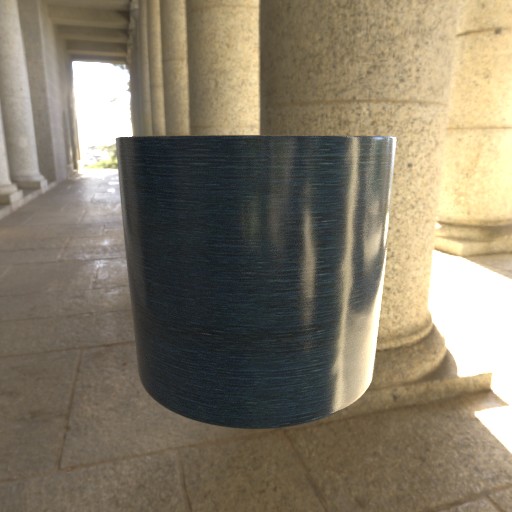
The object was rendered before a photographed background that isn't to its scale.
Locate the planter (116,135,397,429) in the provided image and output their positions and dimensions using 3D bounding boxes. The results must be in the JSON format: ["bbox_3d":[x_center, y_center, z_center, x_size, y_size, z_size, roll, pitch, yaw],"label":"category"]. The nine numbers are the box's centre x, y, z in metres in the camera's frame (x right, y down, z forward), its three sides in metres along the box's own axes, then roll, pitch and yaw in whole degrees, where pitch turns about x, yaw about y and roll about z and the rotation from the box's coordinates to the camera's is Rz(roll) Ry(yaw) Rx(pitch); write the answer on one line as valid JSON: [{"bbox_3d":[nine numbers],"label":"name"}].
[{"bbox_3d":[0.000,0.000,0.390,0.221,0.201,0.221,0,14,0],"label":"planter"}]
